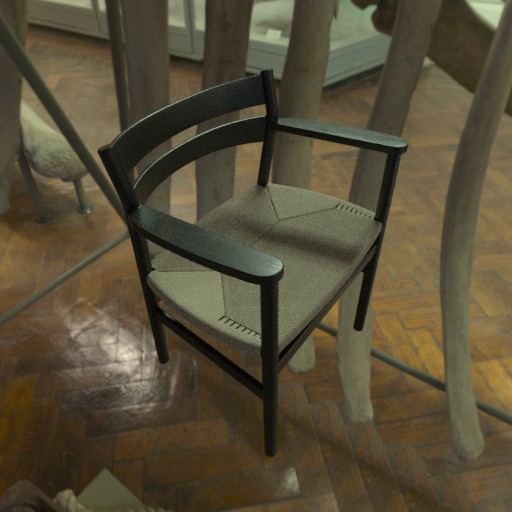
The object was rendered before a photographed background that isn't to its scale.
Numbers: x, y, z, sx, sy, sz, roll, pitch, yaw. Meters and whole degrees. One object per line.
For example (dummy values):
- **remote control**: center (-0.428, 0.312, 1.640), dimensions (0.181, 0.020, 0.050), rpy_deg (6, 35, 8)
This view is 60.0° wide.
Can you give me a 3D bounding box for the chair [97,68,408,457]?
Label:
- **chair**: center (0.000, 0.000, 1.189), dimensions (0.508, 0.775, 0.630), rpy_deg (25, 47, 26)
